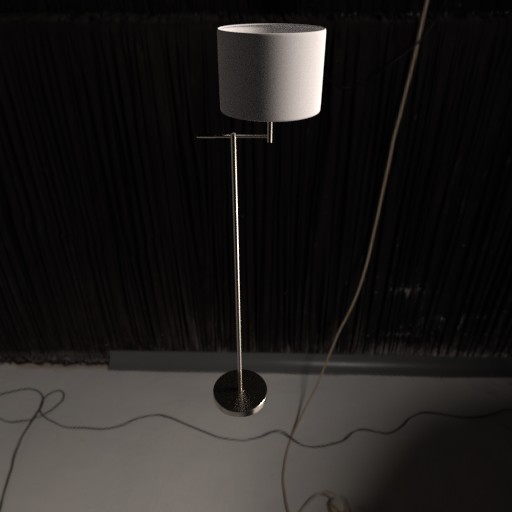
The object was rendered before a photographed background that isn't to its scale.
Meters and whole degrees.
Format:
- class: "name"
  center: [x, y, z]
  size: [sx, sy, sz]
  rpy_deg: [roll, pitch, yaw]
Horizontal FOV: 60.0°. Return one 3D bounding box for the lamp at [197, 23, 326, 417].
- class: "lamp"
  center: [0.000, 0.000, 1.743]
  size: [0.416, 1.600, 0.324]
  rpy_deg: [0, 32, 0]
